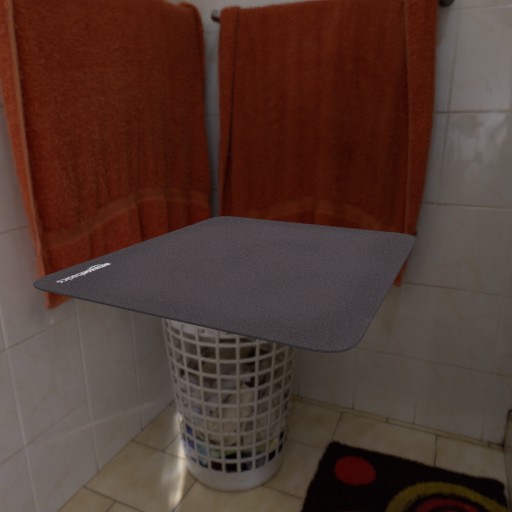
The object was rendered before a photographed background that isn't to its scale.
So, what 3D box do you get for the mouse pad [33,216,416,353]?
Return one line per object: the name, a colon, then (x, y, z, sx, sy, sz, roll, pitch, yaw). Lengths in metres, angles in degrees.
mouse pad: (0.000, 0.000, 0.437, 0.269, 0.002, 0.315, 8, 18, 25)
